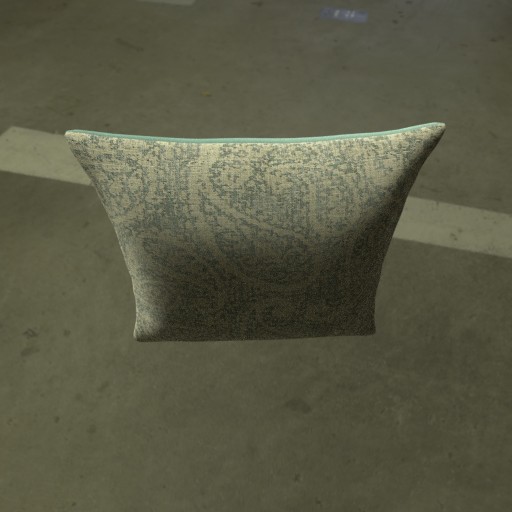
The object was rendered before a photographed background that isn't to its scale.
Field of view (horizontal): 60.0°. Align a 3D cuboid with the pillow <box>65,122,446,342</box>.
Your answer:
[{"bbox_3d":[0.000,0.000,0.787,0.526,0.507,0.166,-1,47,-1],"label":"pillow"}]
